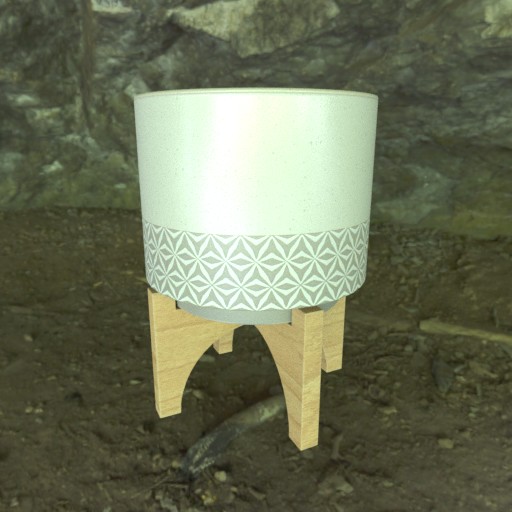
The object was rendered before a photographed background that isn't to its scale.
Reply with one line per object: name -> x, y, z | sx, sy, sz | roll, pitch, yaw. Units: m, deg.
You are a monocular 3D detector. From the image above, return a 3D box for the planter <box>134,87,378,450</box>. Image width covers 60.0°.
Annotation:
planter -> 0.000, 0.000, 0.388 | 0.188, 0.260, 0.188 | 0, 16, 0
